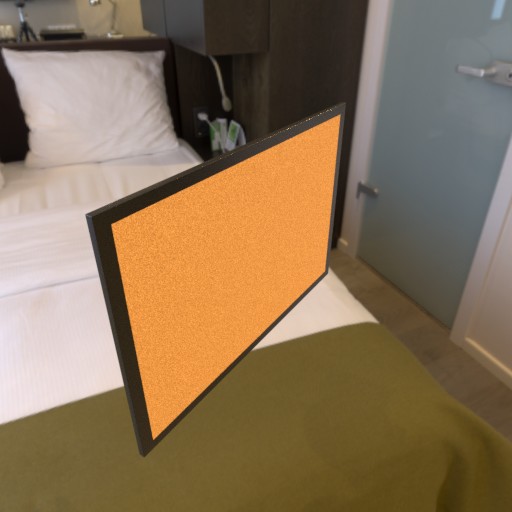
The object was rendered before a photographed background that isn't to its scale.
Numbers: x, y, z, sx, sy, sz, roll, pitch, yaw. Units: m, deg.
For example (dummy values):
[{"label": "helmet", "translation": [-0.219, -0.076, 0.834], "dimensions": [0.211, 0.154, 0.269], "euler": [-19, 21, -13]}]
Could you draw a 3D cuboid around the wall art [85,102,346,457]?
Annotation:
[{"label": "wall art", "translation": [0.000, 0.000, 1.050], "dimensions": [0.015, 0.552, 0.819], "euler": [20, 37, 29]}]
